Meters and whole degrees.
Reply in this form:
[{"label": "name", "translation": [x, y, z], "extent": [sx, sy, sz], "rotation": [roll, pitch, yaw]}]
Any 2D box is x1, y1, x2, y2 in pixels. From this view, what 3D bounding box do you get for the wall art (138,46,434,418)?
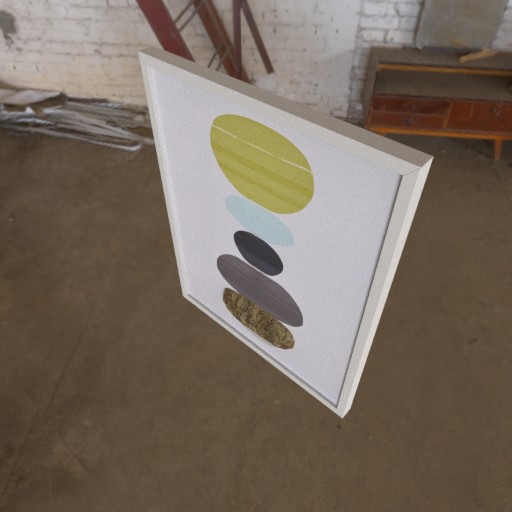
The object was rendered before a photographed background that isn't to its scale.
[{"label": "wall art", "translation": [0.000, 0.000, 1.016], "extent": [0.611, 0.763, 0.055], "rotation": [32, 54, 28]}]
